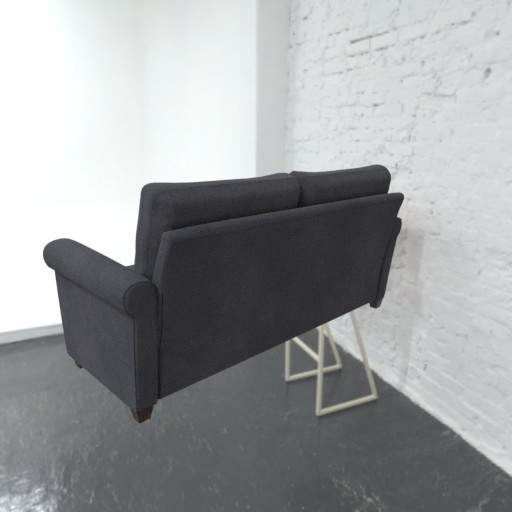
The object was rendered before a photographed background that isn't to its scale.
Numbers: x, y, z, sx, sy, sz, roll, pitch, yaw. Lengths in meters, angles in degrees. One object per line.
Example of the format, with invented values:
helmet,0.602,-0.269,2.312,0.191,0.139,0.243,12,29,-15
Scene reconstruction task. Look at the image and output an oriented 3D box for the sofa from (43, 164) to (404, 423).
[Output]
sofa,0.000,0.000,2.430,1.935,0.942,0.842,-14,21,-42
